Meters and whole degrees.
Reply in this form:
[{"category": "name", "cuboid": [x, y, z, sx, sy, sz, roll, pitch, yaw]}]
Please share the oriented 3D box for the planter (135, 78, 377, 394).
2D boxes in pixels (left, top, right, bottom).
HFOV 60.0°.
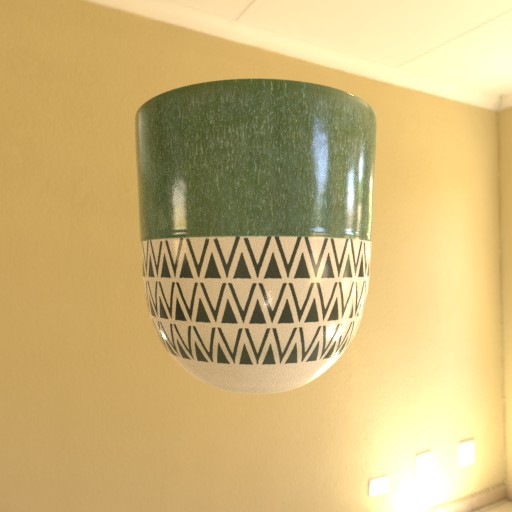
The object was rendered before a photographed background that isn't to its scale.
[{"category": "planter", "cuboid": [0.000, 0.000, 0.367, 0.195, 0.214, 0.195, 0, -1, 0]}]
